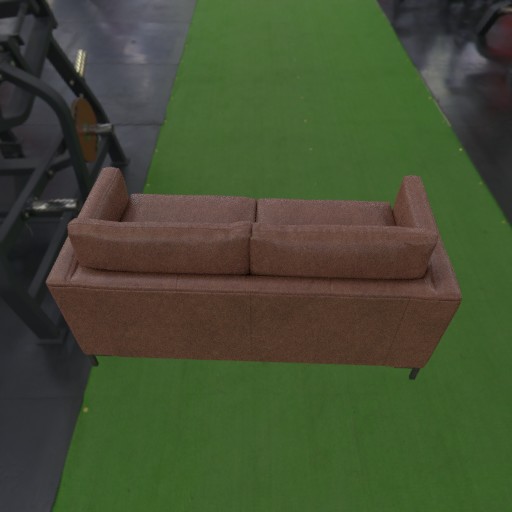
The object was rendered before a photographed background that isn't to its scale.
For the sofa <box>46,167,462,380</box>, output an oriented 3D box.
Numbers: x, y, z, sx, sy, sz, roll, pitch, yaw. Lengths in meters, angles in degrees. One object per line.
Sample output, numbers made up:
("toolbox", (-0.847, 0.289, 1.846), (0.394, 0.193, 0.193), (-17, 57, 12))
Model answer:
("sofa", (0.000, 0.000, 2.321), (1.797, 0.883, 0.899), (2, 46, 2))
